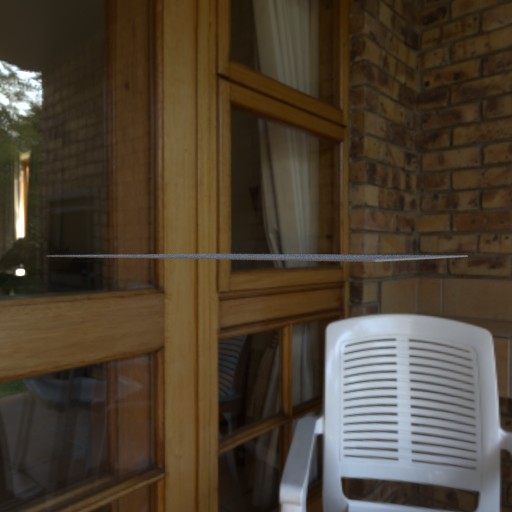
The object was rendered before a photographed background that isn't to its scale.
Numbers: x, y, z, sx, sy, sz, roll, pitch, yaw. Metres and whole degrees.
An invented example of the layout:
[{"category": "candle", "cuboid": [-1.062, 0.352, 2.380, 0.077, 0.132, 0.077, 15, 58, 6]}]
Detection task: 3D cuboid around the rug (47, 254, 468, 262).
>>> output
[{"category": "rug", "cuboid": [0.000, 0.000, 2.886, 2.235, 0.008, 1.600, 1, 1, 36]}]
